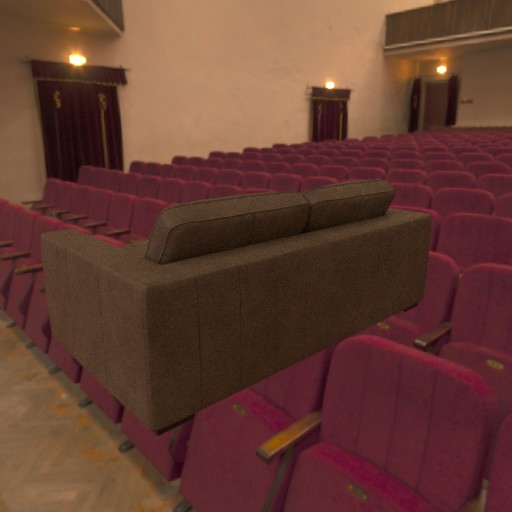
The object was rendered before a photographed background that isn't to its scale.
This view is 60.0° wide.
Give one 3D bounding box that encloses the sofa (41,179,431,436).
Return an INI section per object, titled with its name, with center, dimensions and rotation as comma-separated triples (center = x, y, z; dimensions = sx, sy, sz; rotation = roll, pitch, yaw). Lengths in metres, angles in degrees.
[sofa]
center = 0.000, 0.000, 2.432
dimensions = 1.920, 0.800, 1.070
rotation = -14, 21, -40
